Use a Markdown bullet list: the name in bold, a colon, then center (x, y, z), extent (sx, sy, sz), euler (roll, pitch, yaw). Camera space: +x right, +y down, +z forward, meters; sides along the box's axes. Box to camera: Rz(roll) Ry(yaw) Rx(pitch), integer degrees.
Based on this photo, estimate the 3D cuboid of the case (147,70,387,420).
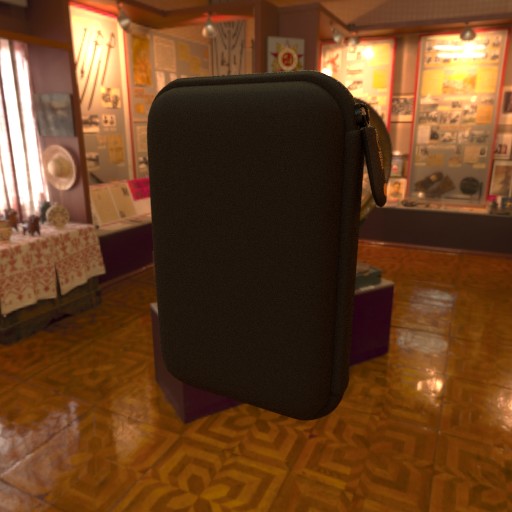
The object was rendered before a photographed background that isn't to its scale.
- **case**: center (0.000, 0.000, 0.193), extent (0.107, 0.147, 0.030), euler (8, 18, 26)
